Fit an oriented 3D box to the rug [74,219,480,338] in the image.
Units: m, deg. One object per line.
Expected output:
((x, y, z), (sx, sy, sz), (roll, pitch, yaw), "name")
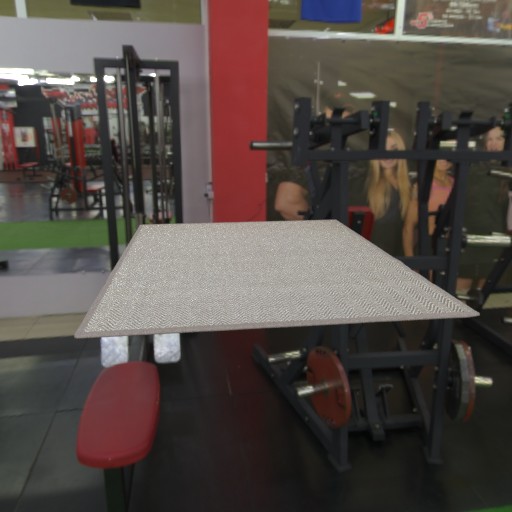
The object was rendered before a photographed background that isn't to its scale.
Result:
((0.000, 0.000, 4.039), (2.434, 0.032, 3.007), (-2, 16, -7), "rug")
